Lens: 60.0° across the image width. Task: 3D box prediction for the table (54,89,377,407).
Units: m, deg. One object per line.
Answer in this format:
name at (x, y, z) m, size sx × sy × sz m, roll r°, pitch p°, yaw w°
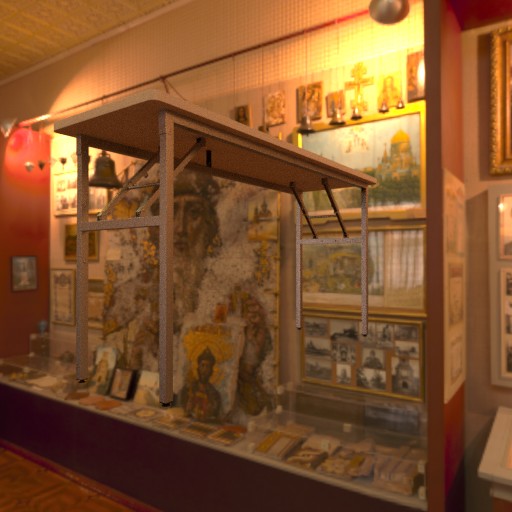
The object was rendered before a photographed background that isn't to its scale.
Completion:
table at (0.000, 0.000, 1.700) m, size 0.446 × 0.750 × 1.397 m, roll -1°, pitch -1°, yaw 36°
